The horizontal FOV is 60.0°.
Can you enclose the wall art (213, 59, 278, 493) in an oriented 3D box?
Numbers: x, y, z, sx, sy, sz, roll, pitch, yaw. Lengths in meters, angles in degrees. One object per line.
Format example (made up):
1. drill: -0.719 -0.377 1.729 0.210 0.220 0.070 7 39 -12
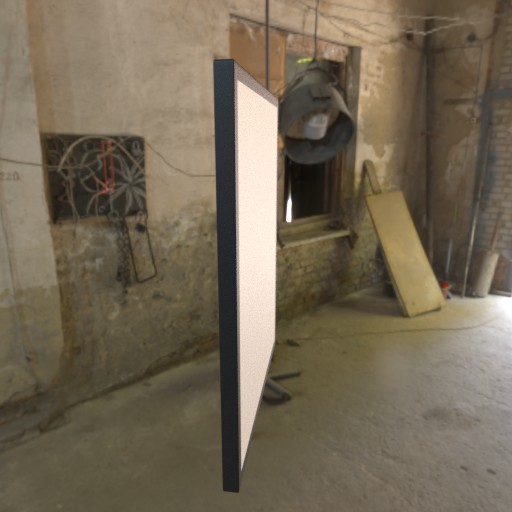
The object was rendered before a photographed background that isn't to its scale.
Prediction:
1. wall art: 0.000 0.000 0.704 0.021 0.509 0.430 2 15 8
